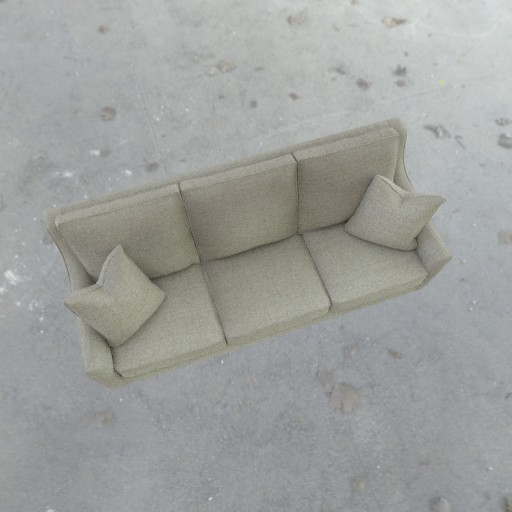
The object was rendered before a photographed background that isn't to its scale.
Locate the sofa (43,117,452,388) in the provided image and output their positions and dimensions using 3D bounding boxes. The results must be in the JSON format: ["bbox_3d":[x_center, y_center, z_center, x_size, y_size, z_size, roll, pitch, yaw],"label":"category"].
[{"bbox_3d":[0.000,0.000,2.530,2.031,0.914,0.865,-17,65,-8],"label":"sofa"}]
